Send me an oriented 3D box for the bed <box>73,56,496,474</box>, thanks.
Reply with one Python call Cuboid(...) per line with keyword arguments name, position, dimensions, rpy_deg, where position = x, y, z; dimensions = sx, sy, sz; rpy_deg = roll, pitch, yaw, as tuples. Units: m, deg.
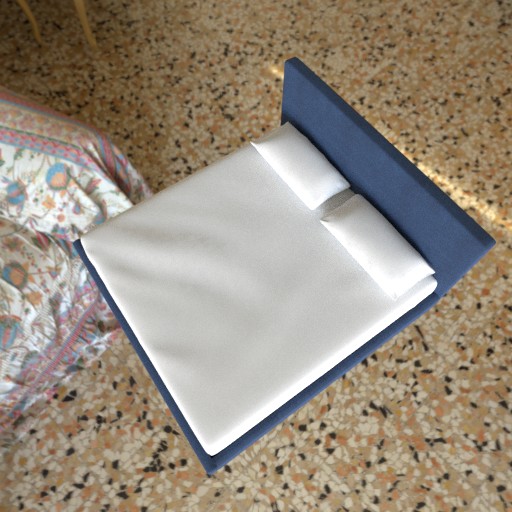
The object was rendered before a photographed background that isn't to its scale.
Cuboid(name="bed", position=(0.000, 0.000, 3.378), dimensions=(2.232, 1.231, 2.096), rpy_deg=(-32, 67, -15))
